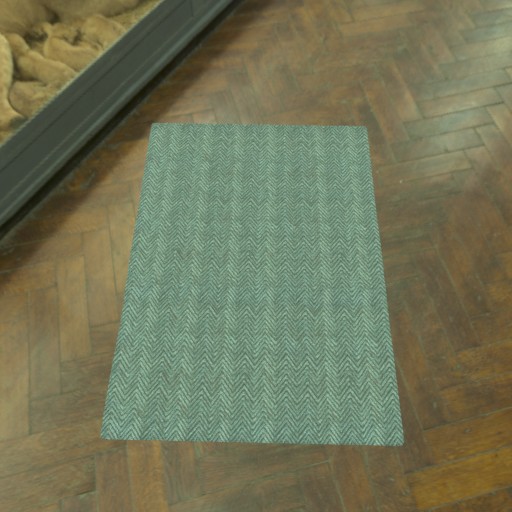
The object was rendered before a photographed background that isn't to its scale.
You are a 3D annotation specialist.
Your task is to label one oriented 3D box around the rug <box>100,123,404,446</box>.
[{"bbox_3d":[0.000,0.000,5.089,2.894,0.011,3.957,1,63,1],"label":"rug"}]
